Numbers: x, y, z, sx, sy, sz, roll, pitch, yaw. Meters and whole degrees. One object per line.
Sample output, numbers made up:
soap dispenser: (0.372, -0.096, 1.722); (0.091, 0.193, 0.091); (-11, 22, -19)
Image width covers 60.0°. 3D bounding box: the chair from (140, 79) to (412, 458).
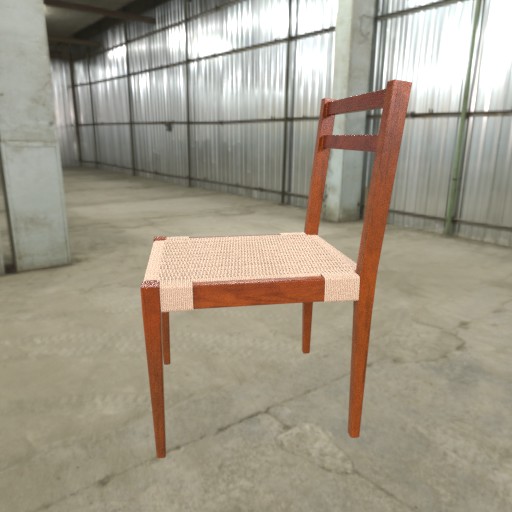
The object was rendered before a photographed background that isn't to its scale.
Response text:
chair: (0.000, 0.000, 1.205); (0.569, 0.851, 0.495); (-2, 15, -9)
